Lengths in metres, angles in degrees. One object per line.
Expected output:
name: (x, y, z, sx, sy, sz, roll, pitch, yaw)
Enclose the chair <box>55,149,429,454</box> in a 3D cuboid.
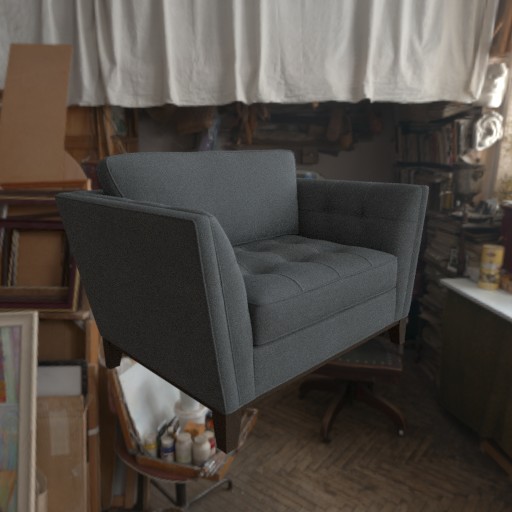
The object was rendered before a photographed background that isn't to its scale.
chair: (0.000, 0.000, 2.040, 1.396, 0.942, 0.965, -13, 19, -43)
